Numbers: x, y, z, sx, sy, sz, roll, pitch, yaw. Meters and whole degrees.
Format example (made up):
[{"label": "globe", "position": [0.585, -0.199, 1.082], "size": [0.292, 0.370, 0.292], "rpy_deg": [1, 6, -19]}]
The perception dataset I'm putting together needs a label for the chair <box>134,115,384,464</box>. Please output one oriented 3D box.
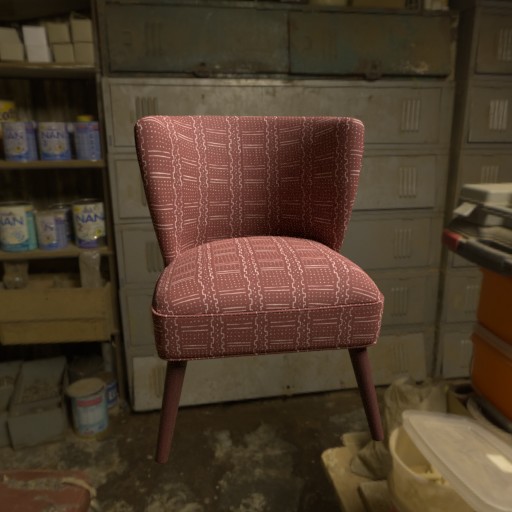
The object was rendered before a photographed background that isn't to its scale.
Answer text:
[{"label": "chair", "position": [0.000, 0.000, 1.399], "size": [0.706, 0.866, 0.758], "rpy_deg": [-2, 16, -8]}]
